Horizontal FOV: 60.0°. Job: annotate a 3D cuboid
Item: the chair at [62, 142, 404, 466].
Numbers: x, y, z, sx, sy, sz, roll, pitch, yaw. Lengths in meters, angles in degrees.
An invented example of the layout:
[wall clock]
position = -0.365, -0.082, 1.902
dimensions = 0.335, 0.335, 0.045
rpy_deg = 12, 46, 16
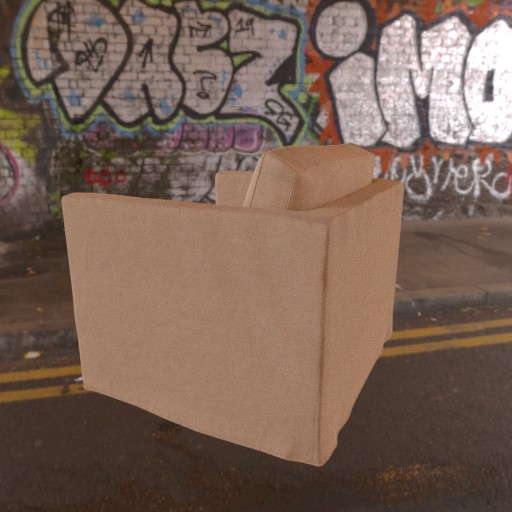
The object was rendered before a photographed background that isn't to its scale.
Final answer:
[chair]
position = 0.000, 0.000, 1.748
dimensions = 0.949, 0.867, 1.057
rpy_deg = 8, 18, 26
